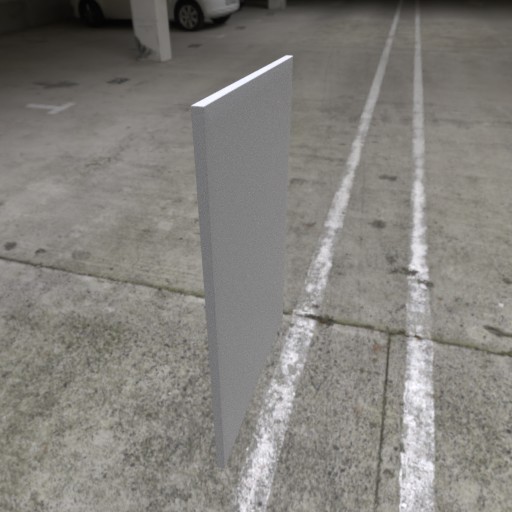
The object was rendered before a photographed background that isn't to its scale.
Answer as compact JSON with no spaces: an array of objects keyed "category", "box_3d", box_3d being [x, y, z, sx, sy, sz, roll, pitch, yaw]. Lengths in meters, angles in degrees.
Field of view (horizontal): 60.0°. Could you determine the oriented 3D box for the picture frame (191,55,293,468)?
[{"category":"picture frame","box_3d":[0.000,0.000,0.693,0.012,0.534,0.381,9,32,14]}]
